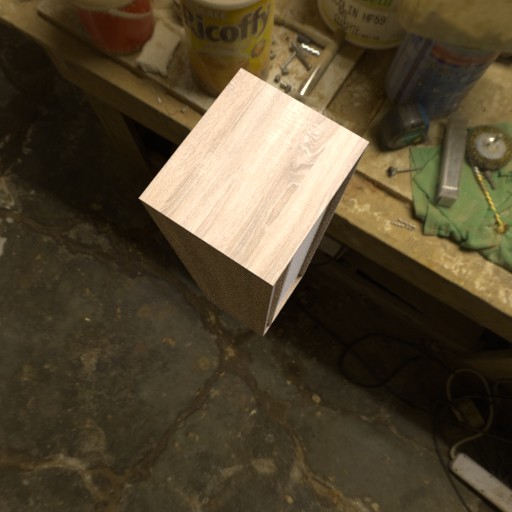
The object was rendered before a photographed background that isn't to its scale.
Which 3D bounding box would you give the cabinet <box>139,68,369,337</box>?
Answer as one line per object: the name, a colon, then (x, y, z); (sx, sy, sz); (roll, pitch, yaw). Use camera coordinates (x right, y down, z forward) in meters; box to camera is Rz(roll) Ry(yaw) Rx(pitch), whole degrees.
cabinet: (0.000, 0.000, 2.213); (0.450, 1.960, 0.510); (33, 78, 8)
